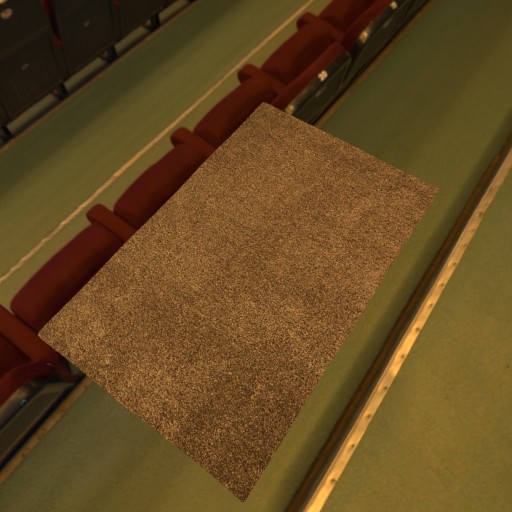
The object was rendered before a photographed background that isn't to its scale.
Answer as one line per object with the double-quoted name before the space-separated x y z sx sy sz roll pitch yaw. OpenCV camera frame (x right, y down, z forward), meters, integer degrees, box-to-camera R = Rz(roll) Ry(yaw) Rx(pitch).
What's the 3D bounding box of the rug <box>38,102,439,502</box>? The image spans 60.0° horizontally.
"rug" 0.000 0.000 2.859 1.501 0.025 2.352 32 66 16
